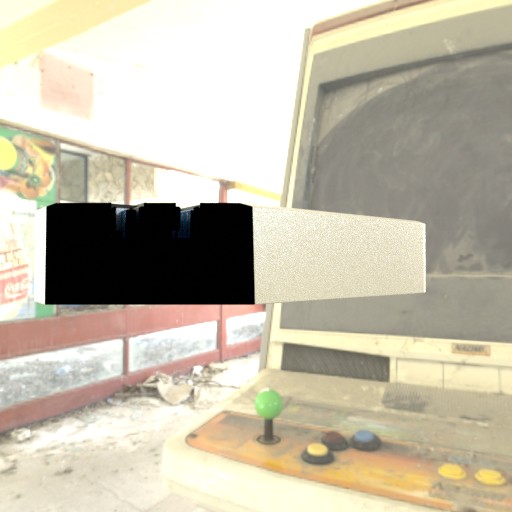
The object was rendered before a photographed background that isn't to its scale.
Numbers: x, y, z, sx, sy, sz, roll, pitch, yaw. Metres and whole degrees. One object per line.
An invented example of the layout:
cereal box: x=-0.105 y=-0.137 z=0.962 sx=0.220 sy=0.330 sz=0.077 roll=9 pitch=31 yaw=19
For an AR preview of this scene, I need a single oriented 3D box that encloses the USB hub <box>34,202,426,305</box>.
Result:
USB hub: x=0.000 y=0.000 z=0.128 sx=0.110 sy=0.023 sz=0.044 roll=1 pitch=-1 yaw=-37
